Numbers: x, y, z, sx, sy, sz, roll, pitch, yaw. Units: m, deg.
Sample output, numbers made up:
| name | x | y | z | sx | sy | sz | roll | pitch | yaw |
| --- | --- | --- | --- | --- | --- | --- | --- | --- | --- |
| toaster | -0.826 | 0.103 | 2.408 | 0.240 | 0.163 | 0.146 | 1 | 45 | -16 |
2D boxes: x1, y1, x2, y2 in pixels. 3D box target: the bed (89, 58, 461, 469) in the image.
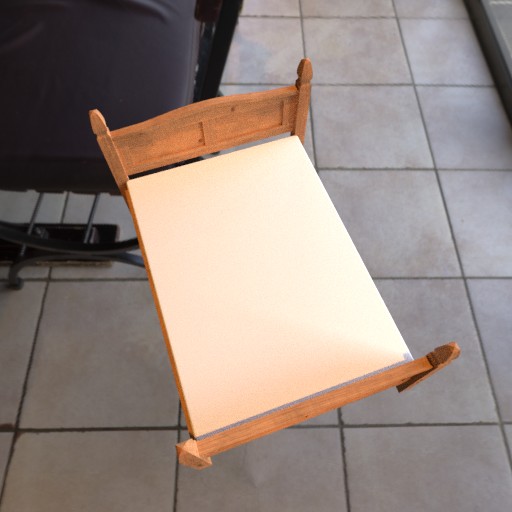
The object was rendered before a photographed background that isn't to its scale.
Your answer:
| name | x | y | z | sx | sy | sz | roll | pitch | yaw |
| --- | --- | --- | --- | --- | --- | --- | --- | --- | --- |
| bed | 0.000 | 0.000 | 2.849 | 1.490 | 1.100 | 2.069 | -17 | 64 | -9 |
